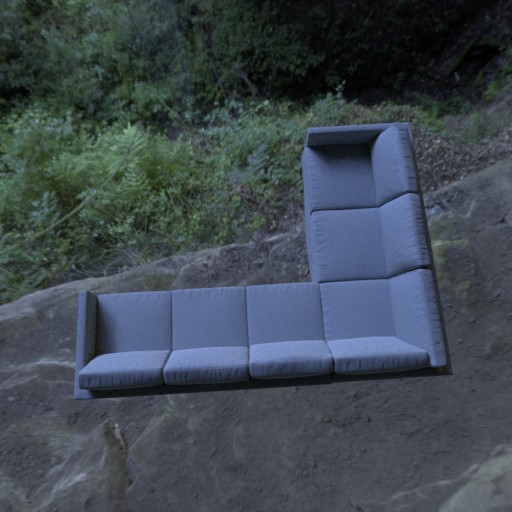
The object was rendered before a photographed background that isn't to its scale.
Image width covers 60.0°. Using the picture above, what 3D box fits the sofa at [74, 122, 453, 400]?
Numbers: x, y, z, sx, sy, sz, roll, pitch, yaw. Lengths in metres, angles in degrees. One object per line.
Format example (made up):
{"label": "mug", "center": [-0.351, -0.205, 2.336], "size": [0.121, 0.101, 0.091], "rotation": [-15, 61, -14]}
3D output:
{"label": "sofa", "center": [0.000, 0.000, 4.242], "size": [3.182, 0.871, 2.432], "rotation": [-3, 74, -1]}
